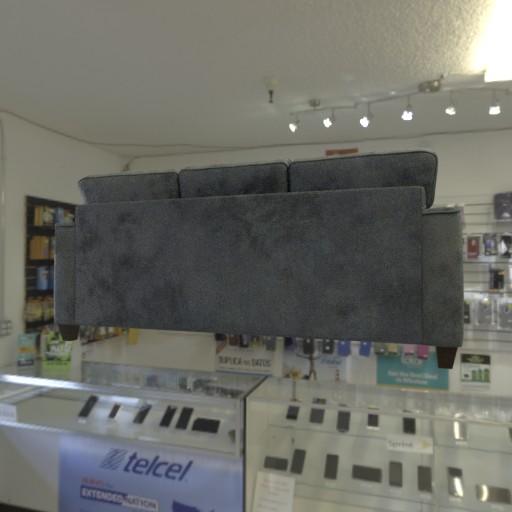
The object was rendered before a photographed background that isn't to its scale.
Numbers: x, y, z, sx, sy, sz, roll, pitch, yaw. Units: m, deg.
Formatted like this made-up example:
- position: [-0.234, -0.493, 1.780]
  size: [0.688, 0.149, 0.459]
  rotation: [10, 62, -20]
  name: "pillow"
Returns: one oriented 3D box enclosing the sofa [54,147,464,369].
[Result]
- position: [0.000, 0.000, 2.584]
  size: [2.133, 0.965, 0.939]
  rotation: [0, -1, 20]
  name: "sofa"
